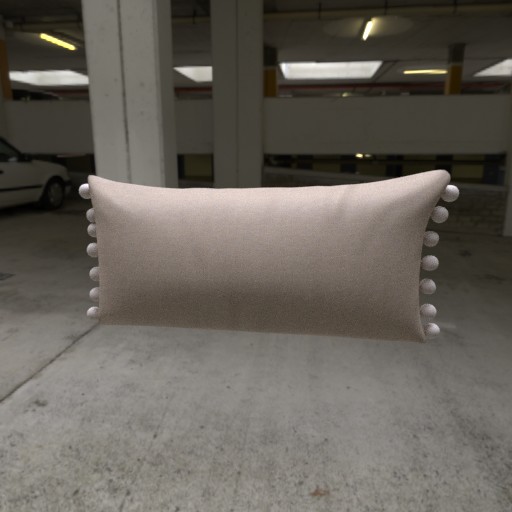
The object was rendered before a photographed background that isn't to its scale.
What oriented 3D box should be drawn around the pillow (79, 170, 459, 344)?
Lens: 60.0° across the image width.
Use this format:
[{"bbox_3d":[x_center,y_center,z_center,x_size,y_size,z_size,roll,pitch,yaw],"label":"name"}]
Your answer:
[{"bbox_3d":[0.000,0.000,0.833,0.709,0.322,0.201,2,14,7],"label":"pillow"}]
